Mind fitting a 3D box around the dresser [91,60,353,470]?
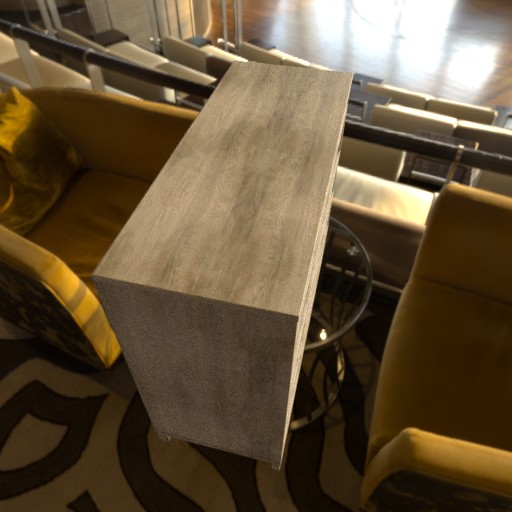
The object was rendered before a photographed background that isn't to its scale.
[{"bbox_3d":[0.000,0.000,1.439,0.404,0.816,0.994,10,48,10],"label":"dresser"}]
